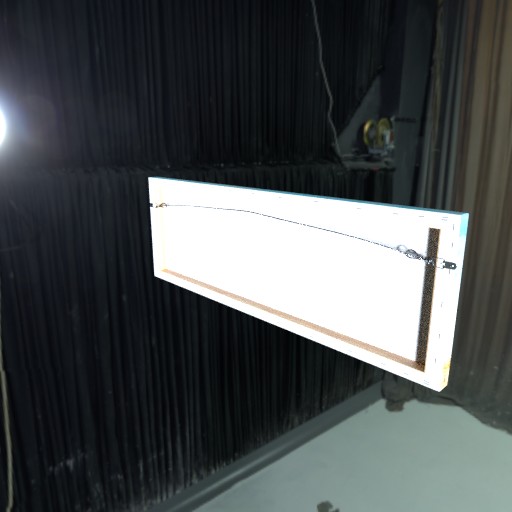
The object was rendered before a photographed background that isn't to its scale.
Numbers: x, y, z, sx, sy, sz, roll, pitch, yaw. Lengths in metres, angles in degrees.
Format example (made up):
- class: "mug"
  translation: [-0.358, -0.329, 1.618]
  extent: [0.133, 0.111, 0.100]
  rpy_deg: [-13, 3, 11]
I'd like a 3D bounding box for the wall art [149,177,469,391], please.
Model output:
- class: "wall art"
  translation: [0.000, 0.000, 0.858]
  extent: [0.044, 0.254, 0.759]
  rpy_deg: [-14, 20, -42]
